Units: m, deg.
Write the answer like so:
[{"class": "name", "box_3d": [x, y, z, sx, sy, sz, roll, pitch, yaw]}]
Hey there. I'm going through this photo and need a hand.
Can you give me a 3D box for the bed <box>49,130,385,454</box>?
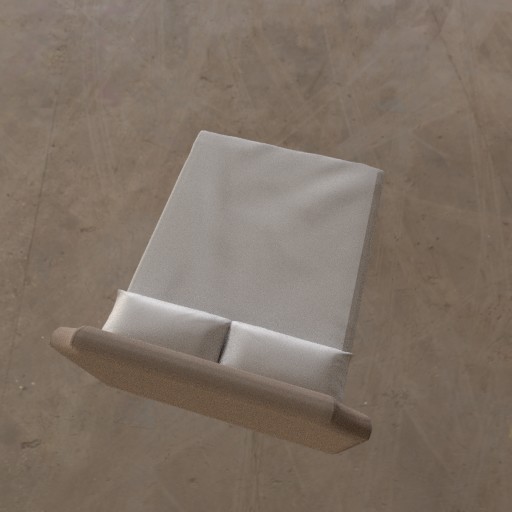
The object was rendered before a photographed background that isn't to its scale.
[{"class": "bed", "box_3d": [0.000, 0.000, 3.206, 1.828, 1.303, 2.164, 14, 64, 7]}]
